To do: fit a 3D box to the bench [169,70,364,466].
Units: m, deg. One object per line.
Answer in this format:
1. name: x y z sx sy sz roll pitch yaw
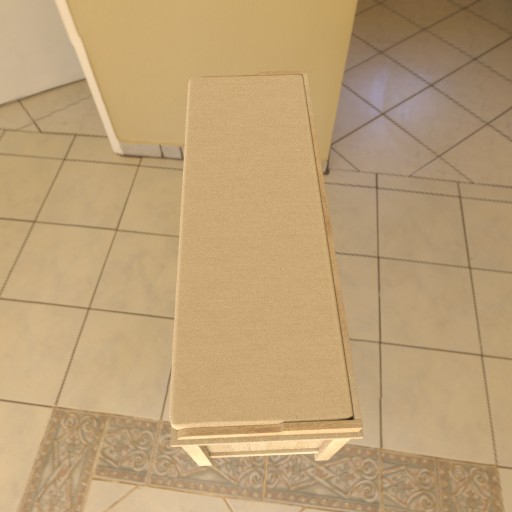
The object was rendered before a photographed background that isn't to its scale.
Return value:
1. bench: 0.000 0.000 1.380 0.398 0.501 1.140 -2 59 -1
